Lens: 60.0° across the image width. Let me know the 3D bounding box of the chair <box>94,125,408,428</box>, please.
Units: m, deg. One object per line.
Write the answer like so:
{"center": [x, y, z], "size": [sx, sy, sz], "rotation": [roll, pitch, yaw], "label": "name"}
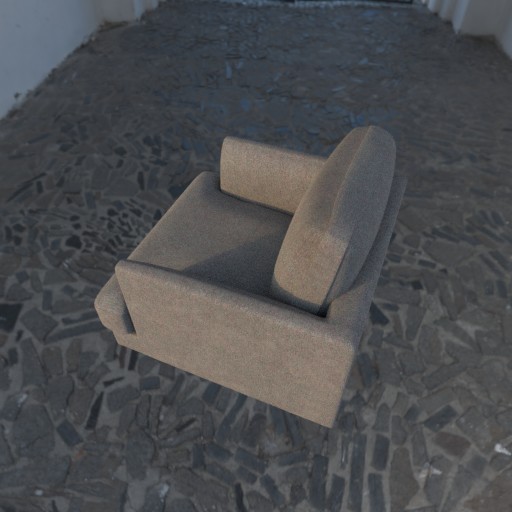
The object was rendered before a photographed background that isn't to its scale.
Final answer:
{"center": [0.000, 0.000, 1.672], "size": [0.899, 0.957, 0.858], "rotation": [17, 49, 15], "label": "chair"}
